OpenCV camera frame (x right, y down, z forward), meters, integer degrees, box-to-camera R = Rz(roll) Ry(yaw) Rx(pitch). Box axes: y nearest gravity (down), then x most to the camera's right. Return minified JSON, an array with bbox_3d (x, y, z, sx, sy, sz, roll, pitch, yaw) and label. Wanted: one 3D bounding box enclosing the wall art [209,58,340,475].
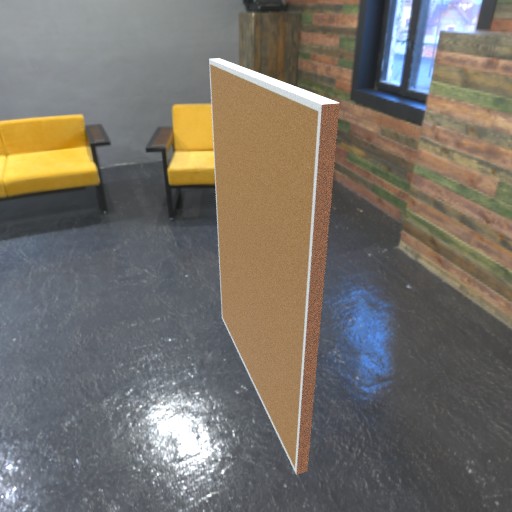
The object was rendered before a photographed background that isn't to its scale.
[{"bbox_3d":[0.000,0.000,1.375,0.039,1.050,0.795,-10,31,-17],"label":"wall art"}]
